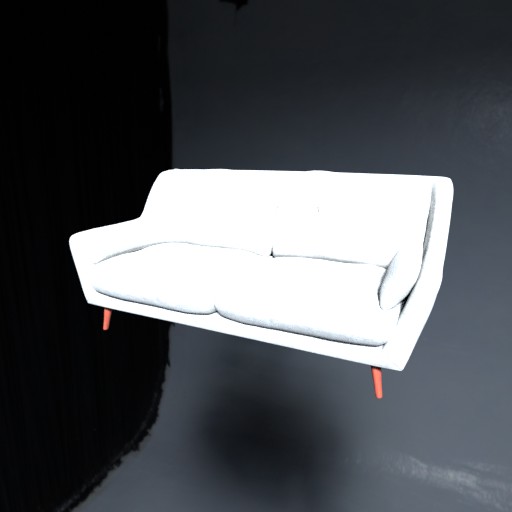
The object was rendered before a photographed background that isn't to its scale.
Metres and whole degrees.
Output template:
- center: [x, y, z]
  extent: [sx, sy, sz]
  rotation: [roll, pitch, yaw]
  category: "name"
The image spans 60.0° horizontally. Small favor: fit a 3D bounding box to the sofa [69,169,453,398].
- center: [0.000, 0.000, 2.420]
  extent: [1.930, 0.897, 0.976]
  rotation: [7, 15, 27]
  category: "sofa"
